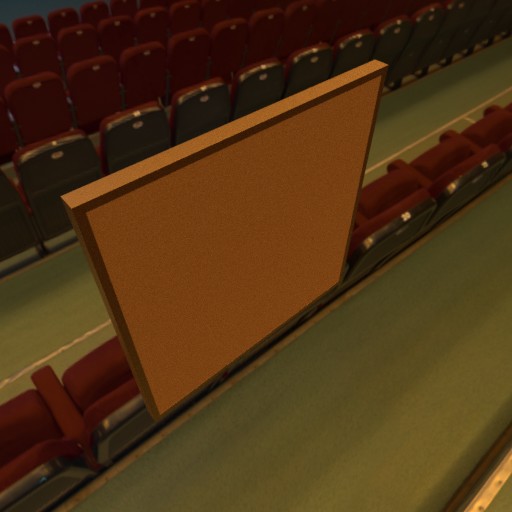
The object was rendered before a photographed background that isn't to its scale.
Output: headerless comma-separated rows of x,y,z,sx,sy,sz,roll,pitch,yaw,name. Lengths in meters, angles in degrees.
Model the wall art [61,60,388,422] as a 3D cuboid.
0.000,0.000,1.119,0.762,0.762,0.038,-32,54,-27,wall art
